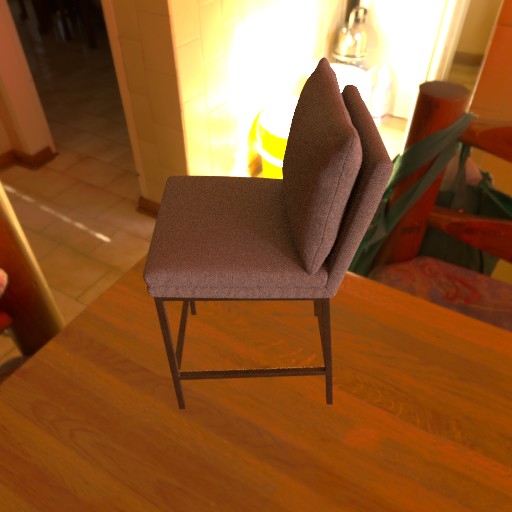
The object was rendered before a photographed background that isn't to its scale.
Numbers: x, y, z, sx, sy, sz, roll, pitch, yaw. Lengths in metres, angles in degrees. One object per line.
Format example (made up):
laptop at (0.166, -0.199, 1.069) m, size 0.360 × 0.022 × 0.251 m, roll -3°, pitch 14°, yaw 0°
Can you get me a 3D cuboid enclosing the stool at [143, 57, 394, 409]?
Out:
stool at (0.000, 0.000, 1.357) m, size 0.569 × 1.031 × 0.463 m, roll 0°, pitch 42°, yaw 0°
